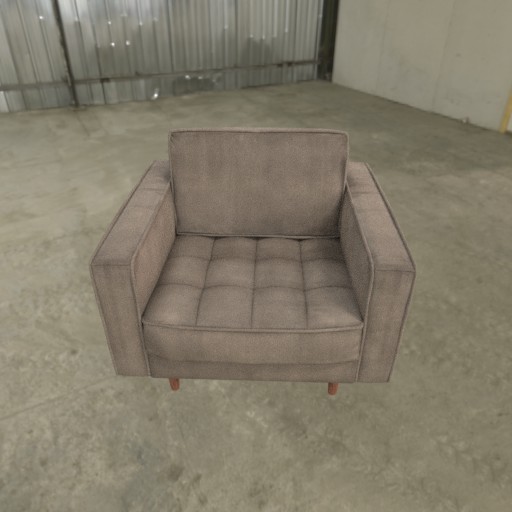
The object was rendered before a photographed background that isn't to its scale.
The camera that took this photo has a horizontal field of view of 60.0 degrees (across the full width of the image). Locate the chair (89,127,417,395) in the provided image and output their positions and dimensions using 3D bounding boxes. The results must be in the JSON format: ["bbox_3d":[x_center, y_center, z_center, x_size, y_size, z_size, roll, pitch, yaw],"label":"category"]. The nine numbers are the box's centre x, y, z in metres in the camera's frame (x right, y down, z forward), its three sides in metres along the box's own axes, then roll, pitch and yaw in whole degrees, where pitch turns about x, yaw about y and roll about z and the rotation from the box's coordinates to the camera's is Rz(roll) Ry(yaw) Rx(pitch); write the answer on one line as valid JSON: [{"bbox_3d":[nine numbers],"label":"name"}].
[{"bbox_3d":[0.000,0.000,1.576,0.928,0.773,0.843,1,33,2],"label":"chair"}]
